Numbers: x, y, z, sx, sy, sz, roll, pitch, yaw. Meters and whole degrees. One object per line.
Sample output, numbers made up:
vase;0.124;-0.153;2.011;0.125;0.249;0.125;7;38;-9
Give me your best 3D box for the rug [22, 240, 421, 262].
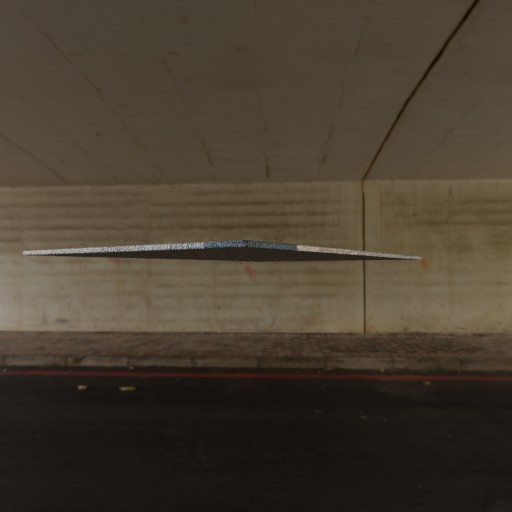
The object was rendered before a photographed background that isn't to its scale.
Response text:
rug;0.000;0.000;2.359;1.238;0.020;1.847;-1;-2;35
